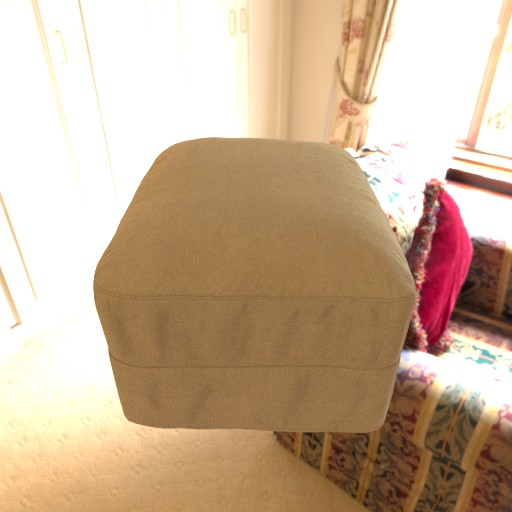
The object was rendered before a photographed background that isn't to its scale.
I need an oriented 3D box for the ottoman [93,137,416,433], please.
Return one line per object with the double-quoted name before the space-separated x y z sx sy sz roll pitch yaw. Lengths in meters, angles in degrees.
"ottoman" 0.000 0.000 1.085 0.584 0.480 0.712 0 33 0
